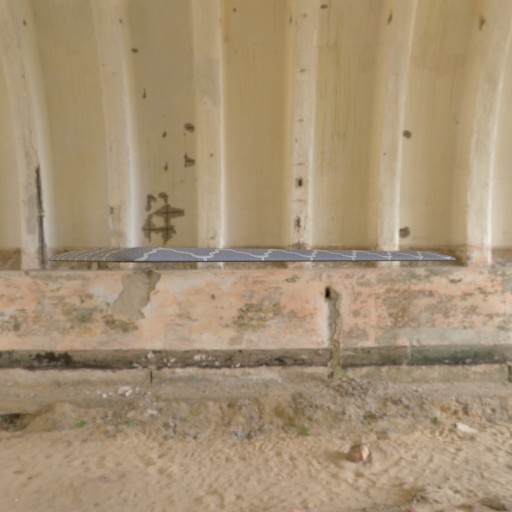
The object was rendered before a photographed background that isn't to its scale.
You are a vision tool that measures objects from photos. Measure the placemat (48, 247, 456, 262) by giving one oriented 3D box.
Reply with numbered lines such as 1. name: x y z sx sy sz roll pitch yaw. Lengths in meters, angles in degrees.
1. placemat: 0.000 0.000 0.971 0.762 0.021 0.508 0 0 -35
